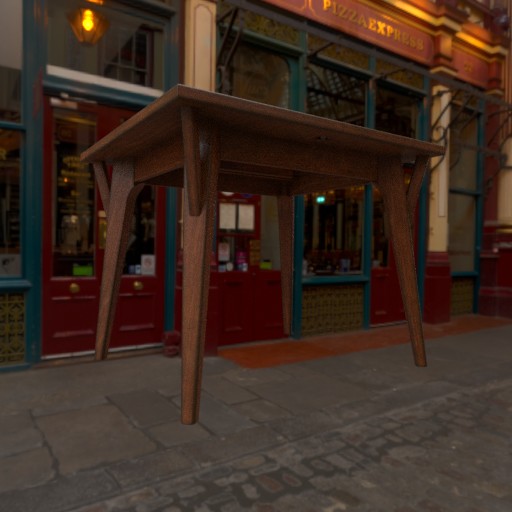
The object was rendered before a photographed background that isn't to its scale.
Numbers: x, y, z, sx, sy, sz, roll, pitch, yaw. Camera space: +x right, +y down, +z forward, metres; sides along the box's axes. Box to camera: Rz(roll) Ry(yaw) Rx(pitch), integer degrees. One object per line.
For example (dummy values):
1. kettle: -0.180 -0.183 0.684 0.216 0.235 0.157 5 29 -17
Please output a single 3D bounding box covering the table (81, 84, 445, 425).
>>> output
1. table: 0.000 0.000 1.576 0.991 0.761 0.838 0 1 -35
